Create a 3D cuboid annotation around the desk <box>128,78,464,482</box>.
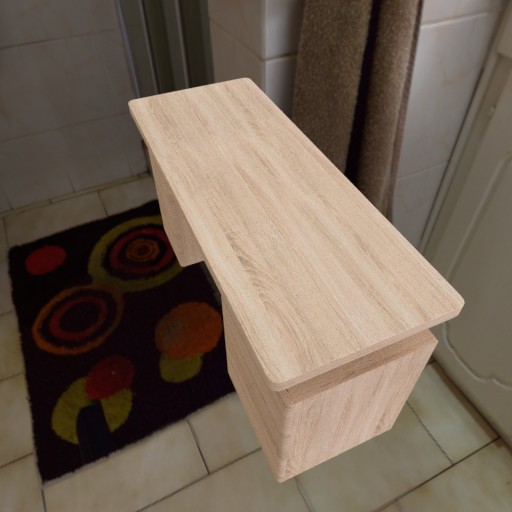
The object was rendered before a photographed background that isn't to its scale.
[{"bbox_3d":[0.000,0.000,1.753,0.550,0.760,1.400,-18,49,-16],"label":"desk"}]
